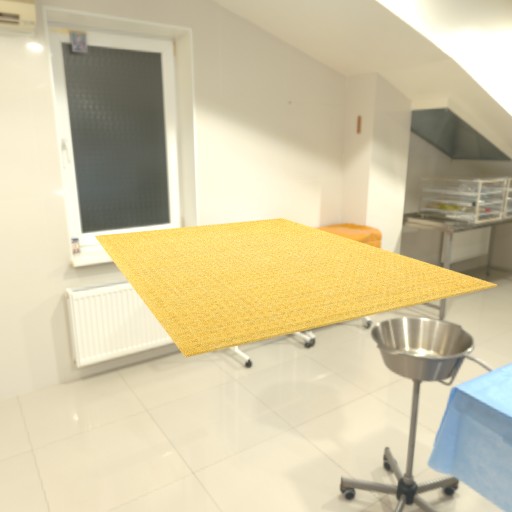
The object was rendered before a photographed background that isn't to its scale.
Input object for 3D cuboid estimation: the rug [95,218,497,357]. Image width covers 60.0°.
[{"bbox_3d":[0.000,0.000,4.233,2.486,0.015,3.242,-8,17,-26],"label":"rug"}]
